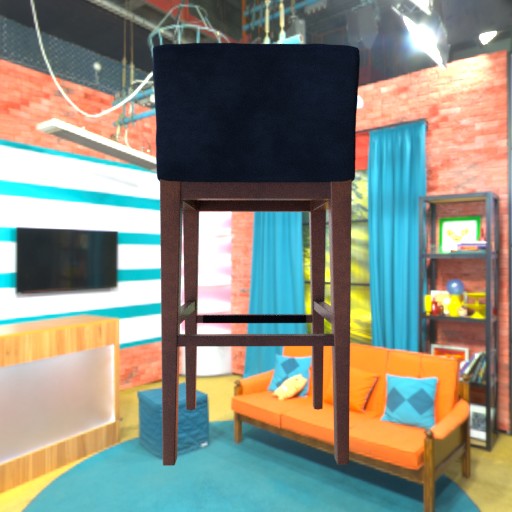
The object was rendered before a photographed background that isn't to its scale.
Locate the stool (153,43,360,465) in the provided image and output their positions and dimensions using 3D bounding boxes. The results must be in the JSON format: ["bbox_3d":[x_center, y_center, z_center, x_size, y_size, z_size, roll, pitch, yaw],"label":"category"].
[{"bbox_3d":[0.000,0.000,1.293,0.511,1.037,0.500,0,0,-1],"label":"stool"}]
